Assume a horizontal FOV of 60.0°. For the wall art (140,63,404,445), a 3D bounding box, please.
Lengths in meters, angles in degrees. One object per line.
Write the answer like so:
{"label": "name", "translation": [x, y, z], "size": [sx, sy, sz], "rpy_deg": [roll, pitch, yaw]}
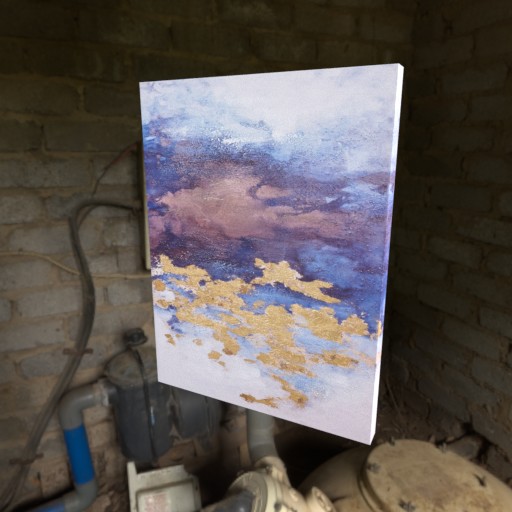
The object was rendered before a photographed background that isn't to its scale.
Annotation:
{"label": "wall art", "translation": [0.000, 0.000, 0.763], "size": [0.437, 0.581, 0.036], "rpy_deg": [7, 16, 26]}
